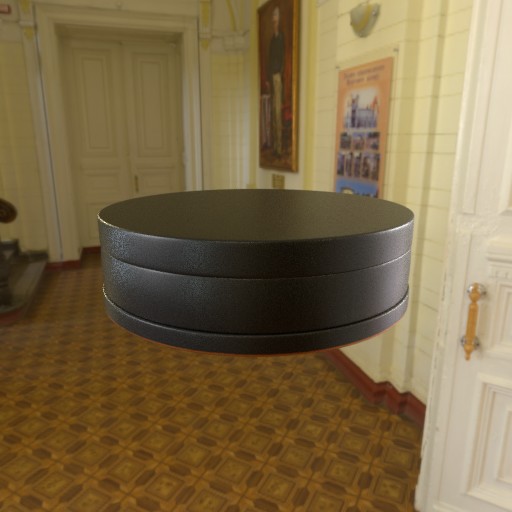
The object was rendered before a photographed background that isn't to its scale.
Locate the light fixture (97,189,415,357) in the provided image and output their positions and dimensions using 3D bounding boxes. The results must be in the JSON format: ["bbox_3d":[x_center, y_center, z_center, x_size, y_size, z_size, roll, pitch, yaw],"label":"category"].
[{"bbox_3d":[0.000,0.000,0.426,0.283,0.097,0.283,0,15,0],"label":"light fixture"}]
